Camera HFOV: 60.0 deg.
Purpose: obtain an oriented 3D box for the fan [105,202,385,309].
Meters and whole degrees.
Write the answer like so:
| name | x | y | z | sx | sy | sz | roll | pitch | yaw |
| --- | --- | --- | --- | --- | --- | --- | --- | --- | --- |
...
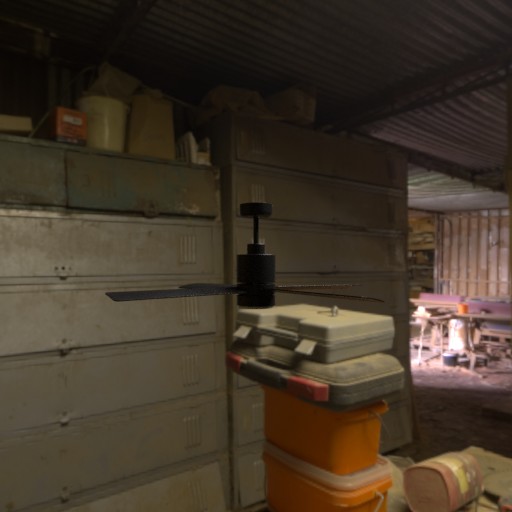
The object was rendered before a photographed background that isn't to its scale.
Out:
| name | x | y | z | sx | sy | sz | roll | pitch | yaw |
| --- | --- | --- | --- | --- | --- | --- | --- | --- | --- |
| fan | 0.000 | 0.000 | 2.303 | 1.525 | 0.534 | 1.525 | 1 | -1 | -36 |
